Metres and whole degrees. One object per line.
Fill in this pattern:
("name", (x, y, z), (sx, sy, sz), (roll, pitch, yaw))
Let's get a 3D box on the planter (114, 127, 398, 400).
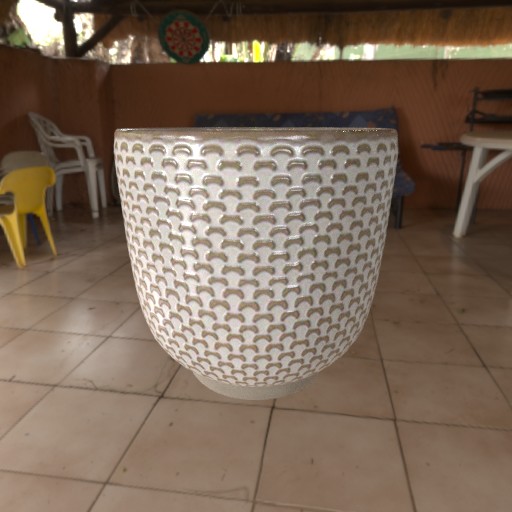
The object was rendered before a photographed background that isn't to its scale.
("planter", (0.000, 0.000, 0.344), (0.197, 0.191, 0.197), (0, 16, 0))
